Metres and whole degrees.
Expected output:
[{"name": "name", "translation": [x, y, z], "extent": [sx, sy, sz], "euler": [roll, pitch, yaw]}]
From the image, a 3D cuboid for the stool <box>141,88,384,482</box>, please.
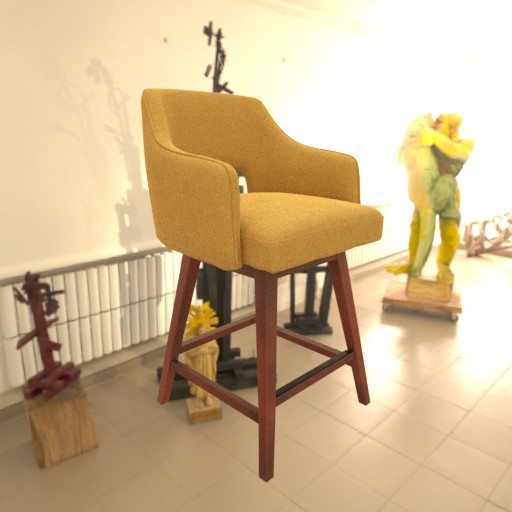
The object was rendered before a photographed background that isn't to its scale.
[{"name": "stool", "translation": [0.000, 0.000, 1.269], "extent": [0.548, 0.924, 0.558], "euler": [-15, 21, -43]}]
